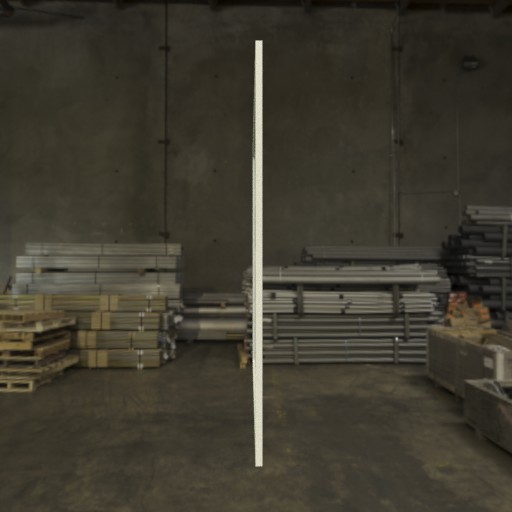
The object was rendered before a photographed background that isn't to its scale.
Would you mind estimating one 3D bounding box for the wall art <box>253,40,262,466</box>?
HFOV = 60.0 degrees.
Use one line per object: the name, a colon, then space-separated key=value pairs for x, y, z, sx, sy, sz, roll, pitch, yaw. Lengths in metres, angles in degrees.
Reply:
wall art: x=0.000 y=0.000 z=1.251 sx=0.013 sy=0.813 sz=0.812 roll=0 pitch=-1 yaw=-1
